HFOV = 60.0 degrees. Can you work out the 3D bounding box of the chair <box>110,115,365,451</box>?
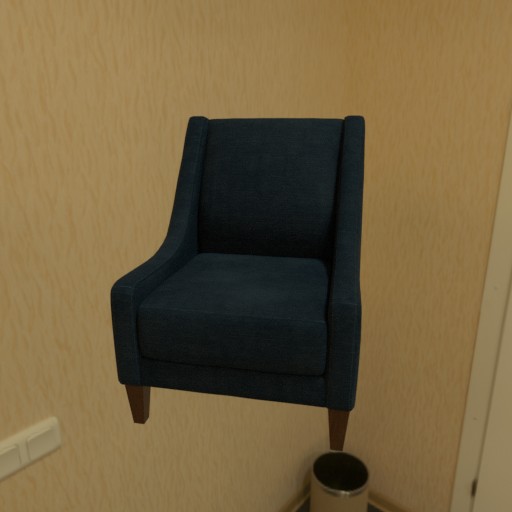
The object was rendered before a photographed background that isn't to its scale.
[{"bbox_3d":[0.000,0.000,1.657,0.774,1.014,0.870,3,17,11],"label":"chair"}]
